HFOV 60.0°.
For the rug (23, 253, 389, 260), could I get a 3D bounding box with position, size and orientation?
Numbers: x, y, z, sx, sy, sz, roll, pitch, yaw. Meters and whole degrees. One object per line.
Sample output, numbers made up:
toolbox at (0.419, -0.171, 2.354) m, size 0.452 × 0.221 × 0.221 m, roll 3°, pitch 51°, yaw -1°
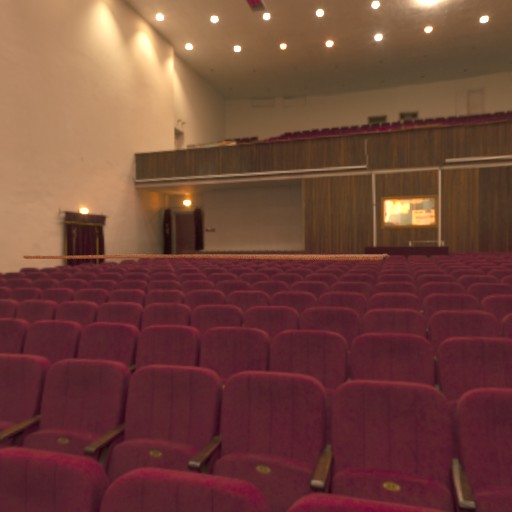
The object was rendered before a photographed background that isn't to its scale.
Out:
rug at (0.000, 0.000, 5.042) m, size 2.873 × 0.053 × 3.778 m, roll 0°, pitch 0°, yaw 18°
